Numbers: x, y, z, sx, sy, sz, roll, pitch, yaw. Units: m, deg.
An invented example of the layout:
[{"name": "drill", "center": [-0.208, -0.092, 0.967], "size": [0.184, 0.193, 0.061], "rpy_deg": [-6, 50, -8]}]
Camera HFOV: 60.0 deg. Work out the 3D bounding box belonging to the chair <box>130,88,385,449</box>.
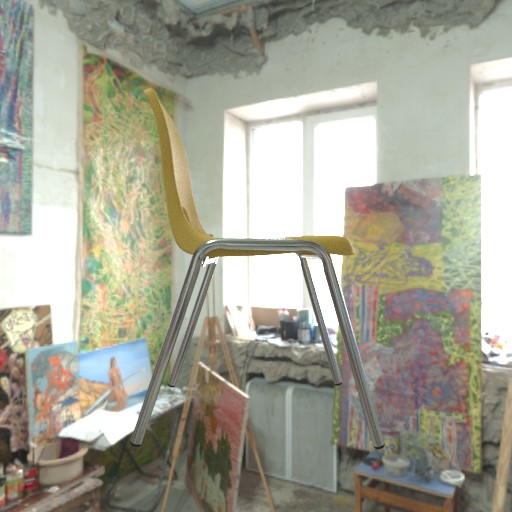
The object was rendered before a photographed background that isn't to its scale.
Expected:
[{"name": "chair", "center": [0.000, 0.000, 0.932], "size": [0.436, 0.653, 0.381], "rpy_deg": [0, 0, 0]}]
